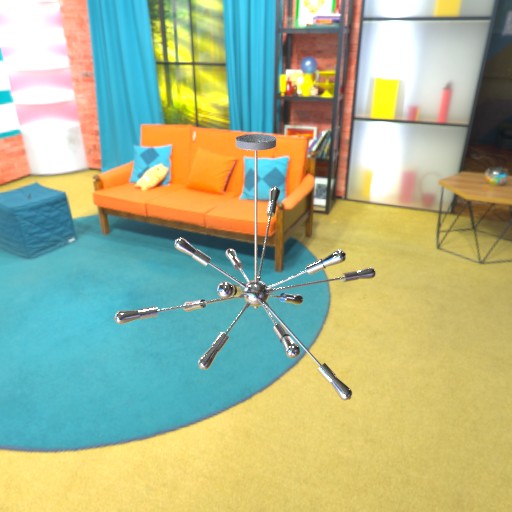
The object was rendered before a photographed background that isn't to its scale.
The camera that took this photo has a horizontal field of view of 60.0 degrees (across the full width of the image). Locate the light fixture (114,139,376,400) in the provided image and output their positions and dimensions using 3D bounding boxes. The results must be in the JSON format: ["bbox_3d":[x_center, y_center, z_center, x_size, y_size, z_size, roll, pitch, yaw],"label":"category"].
[{"bbox_3d":[0.000,0.000,1.063,0.684,0.558,0.509,-9,28,-17],"label":"light fixture"}]
